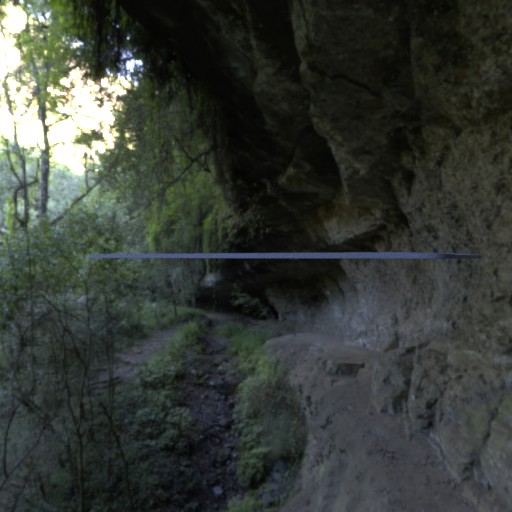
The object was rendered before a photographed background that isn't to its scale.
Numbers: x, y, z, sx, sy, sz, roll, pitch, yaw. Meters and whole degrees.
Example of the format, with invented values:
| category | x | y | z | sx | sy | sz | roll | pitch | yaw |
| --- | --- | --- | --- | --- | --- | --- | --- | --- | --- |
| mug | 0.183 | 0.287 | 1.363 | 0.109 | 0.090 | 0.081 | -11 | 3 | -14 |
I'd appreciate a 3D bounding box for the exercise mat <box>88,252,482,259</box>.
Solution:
| category | x | y | z | sx | sy | sz | roll | pitch | yaw |
| --- | --- | --- | --- | --- | --- | --- | --- | --- | --- |
| exercise mat | 0.000 | 0.000 | 2.122 | 1.884 | 0.021 | 0.616 | 0 | 0 | 36 |
